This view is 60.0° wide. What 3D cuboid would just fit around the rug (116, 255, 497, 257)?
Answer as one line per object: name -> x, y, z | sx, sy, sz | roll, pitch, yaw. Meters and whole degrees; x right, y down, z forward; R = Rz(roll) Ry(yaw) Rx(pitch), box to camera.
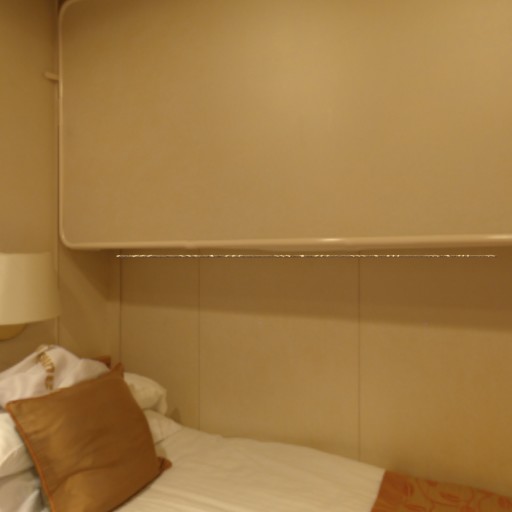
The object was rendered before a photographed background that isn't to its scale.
rug -> 0.000, 0.000, 4.088 | 2.457, 0.012, 3.062 | 0, 0, -18
